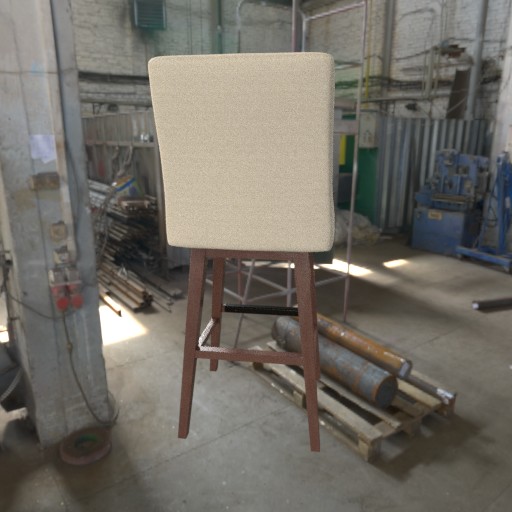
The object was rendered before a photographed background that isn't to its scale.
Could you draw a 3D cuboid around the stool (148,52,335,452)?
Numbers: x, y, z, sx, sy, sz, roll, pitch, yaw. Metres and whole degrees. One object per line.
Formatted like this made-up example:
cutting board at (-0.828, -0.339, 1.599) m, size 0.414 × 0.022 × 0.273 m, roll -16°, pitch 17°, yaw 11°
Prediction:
stool at (0.000, 0.000, 1.394) m, size 0.483 × 1.093 × 0.559 m, roll 2°, pitch 15°, yaw 8°
